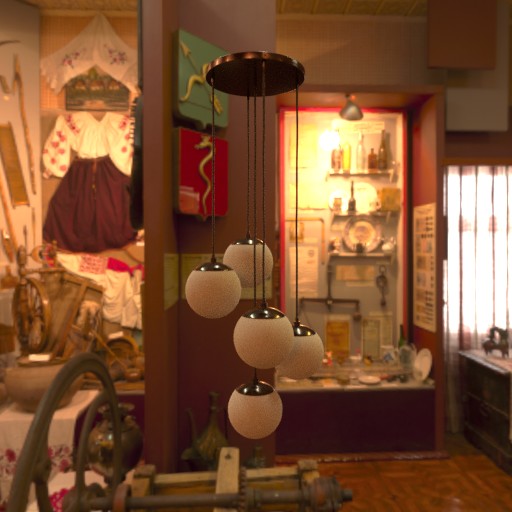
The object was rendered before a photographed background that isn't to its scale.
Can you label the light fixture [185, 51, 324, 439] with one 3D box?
[{"bbox_3d":[0.000,0.000,1.548,0.484,1.271,0.489,0,1,-1],"label":"light fixture"}]
